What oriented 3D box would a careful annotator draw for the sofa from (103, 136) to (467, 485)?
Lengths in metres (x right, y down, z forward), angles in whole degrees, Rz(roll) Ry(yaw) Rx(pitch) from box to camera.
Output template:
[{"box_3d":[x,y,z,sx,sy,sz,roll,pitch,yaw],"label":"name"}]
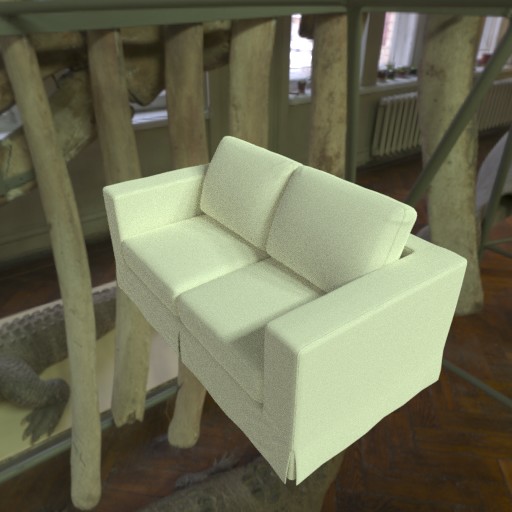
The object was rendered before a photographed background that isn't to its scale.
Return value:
[{"box_3d":[0.000,0.000,2.393,1.009,0.932,1.813,-20,36,-31],"label":"sofa"}]
